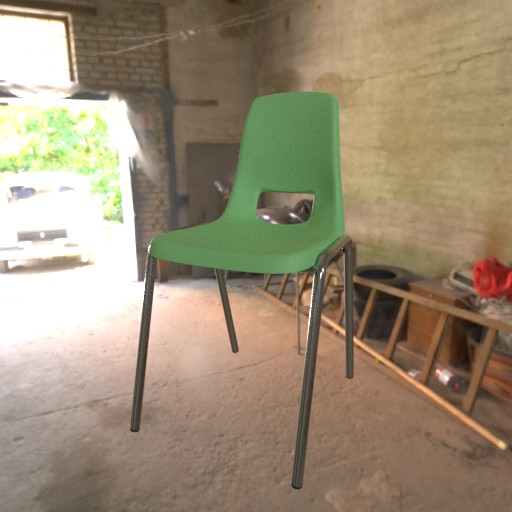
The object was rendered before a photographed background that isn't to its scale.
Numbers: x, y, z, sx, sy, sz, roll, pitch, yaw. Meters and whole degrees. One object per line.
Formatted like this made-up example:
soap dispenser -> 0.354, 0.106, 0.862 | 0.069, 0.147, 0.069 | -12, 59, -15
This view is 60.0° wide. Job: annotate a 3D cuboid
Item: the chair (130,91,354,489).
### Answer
chair -> 0.000, 0.000, 0.949 | 0.381, 0.704, 0.436 | 7, 15, 25
